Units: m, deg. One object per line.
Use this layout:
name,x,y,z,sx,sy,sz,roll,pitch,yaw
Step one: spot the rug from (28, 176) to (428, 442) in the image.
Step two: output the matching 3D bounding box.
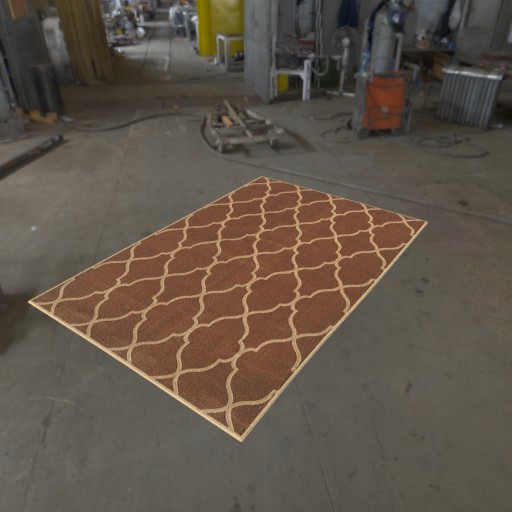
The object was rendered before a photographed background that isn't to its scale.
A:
rug,0.000,0.000,2.901,1.526,0.014,2.290,21,38,30
